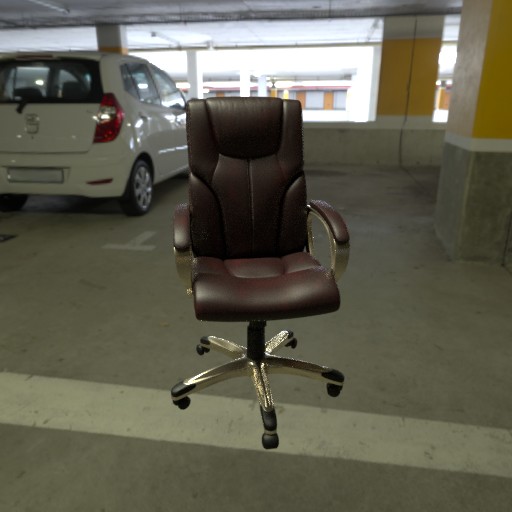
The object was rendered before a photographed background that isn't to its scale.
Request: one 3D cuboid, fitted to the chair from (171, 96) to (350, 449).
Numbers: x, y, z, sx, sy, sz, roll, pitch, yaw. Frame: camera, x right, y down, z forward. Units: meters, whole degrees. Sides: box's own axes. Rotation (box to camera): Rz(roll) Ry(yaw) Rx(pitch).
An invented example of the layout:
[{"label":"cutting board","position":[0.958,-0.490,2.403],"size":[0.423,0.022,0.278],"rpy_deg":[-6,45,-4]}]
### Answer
[{"label":"chair","position":[0.000,0.000,1.617],"size":[0.662,1.107,0.739],"rpy_deg":[-3,19,-8]}]
